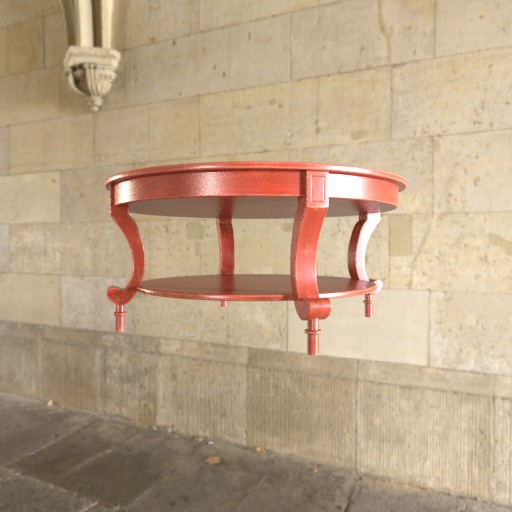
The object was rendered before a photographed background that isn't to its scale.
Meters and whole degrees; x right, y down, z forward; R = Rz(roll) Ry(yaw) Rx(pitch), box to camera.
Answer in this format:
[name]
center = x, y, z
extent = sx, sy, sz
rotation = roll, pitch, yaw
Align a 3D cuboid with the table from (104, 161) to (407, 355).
[table]
center = 0.000, 0.000, 1.589
extent = 1.029, 0.486, 1.029
rotation = 0, 1, 0
